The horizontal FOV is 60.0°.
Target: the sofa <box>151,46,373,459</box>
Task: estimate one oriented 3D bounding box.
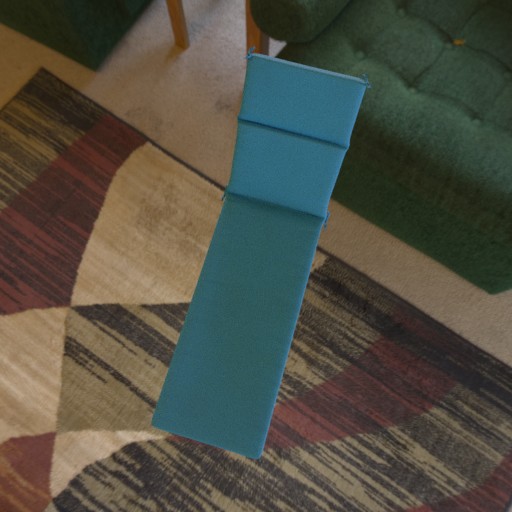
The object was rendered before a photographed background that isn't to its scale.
[{"bbox_3d":[0.000,0.000,1.955,0.582,0.622,1.663,16,75,4],"label":"sofa"}]
